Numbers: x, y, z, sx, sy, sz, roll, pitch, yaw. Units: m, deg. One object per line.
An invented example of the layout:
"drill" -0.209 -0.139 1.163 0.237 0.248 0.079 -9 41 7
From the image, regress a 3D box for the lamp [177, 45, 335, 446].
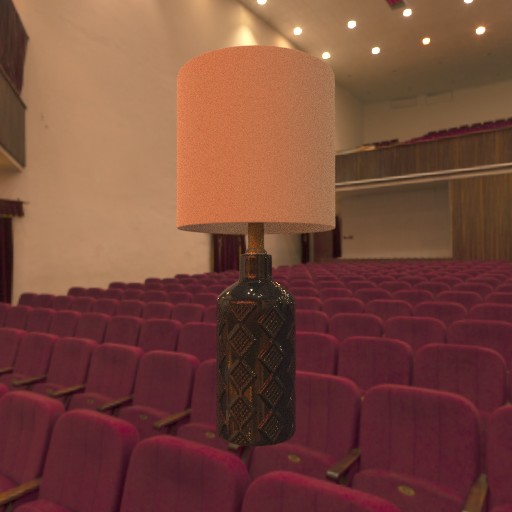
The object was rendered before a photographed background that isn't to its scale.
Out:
"lamp" 0.000 0.000 0.587 0.207 0.461 0.207 -1 -1 35
